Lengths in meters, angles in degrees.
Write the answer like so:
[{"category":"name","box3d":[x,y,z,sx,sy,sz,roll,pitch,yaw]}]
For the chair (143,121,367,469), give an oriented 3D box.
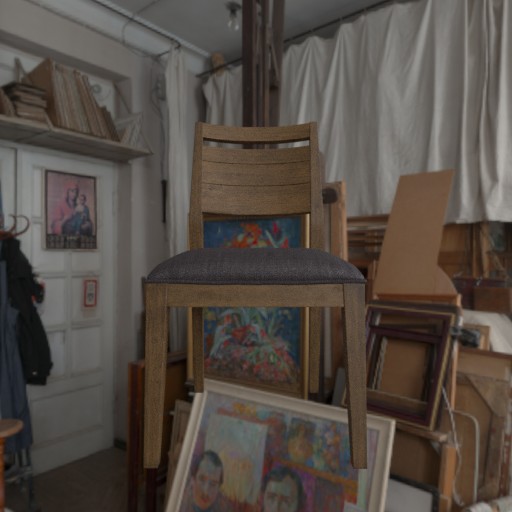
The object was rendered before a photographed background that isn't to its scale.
[{"category":"chair","box3d":[0.000,0.000,1.282,0.501,0.939,0.610,0,-1,0]}]
